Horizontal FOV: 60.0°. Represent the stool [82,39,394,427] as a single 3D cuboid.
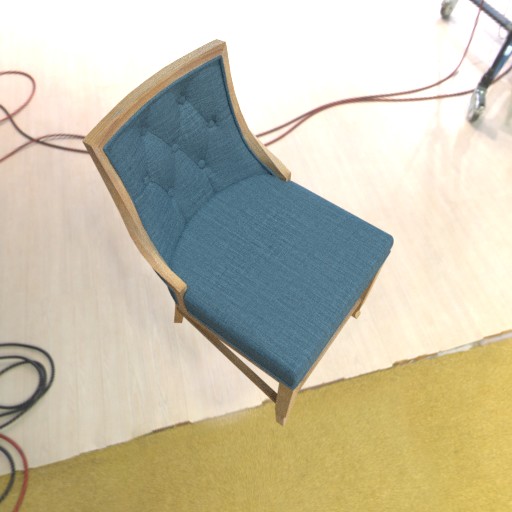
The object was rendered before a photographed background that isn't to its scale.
[{"bbox_3d":[0.000,0.000,1.309,0.626,0.938,0.524,33,64,18],"label":"stool"}]
